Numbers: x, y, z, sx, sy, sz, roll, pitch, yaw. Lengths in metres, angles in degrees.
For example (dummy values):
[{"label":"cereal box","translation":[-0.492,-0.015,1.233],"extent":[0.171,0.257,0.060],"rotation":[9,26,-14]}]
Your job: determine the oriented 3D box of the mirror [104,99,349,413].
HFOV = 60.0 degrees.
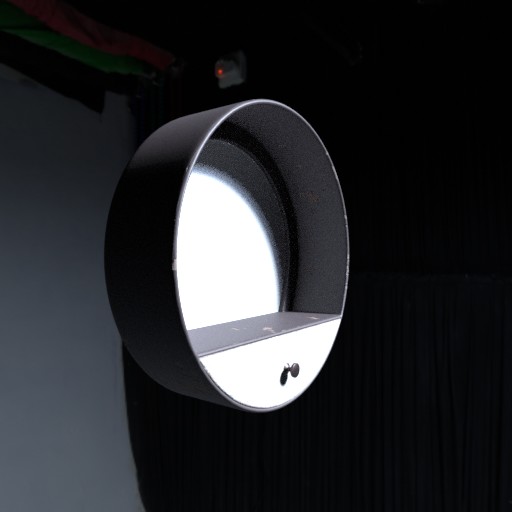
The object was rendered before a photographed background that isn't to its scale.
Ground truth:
[{"label":"mirror","translation":[0.000,0.000,0.592],"extent":[0.126,0.386,0.386],"rotation":[0,1,36]}]
